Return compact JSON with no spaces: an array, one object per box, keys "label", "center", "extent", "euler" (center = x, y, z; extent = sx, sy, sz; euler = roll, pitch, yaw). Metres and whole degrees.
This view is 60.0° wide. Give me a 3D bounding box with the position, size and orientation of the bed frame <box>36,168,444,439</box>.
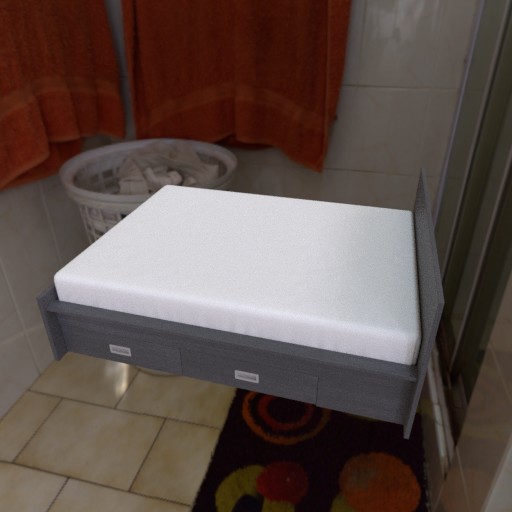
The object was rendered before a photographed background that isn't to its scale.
[{"label":"bed frame","center":[0.000,0.000,2.810],"extent":[1.960,0.800,1.622],"euler":[8,31,13]}]
